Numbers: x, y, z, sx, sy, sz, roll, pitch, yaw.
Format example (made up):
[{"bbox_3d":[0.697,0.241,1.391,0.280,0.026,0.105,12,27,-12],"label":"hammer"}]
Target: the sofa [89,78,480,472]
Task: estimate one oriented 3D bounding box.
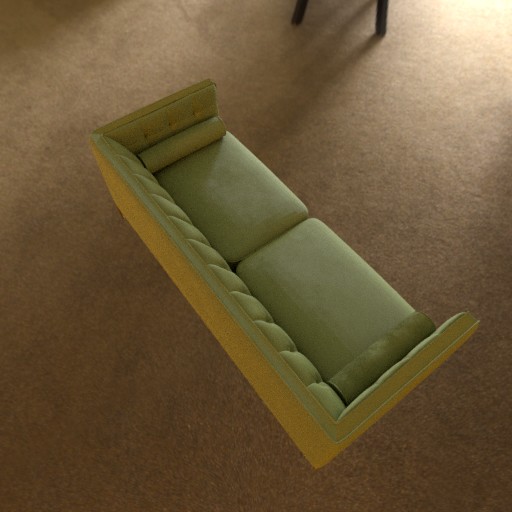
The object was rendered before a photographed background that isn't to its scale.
[{"bbox_3d":[0.000,0.000,2.494,0.867,0.789,2.087,-33,63,-19],"label":"sofa"}]
